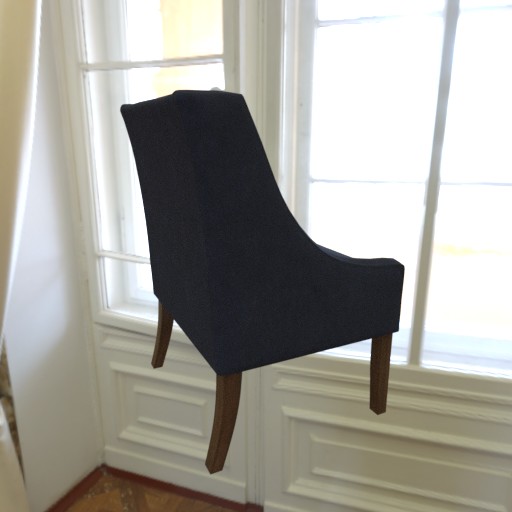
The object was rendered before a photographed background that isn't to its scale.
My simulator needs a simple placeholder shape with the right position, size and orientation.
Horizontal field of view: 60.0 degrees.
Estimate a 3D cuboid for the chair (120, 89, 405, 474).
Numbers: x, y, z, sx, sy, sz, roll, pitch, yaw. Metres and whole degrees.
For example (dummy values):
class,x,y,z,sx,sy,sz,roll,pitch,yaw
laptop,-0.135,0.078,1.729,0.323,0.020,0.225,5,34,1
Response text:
class,x,y,z,sx,sy,sz,roll,pitch,yaw
chair,0.000,0.000,1.339,0.629,0.895,0.629,-8,18,-25
